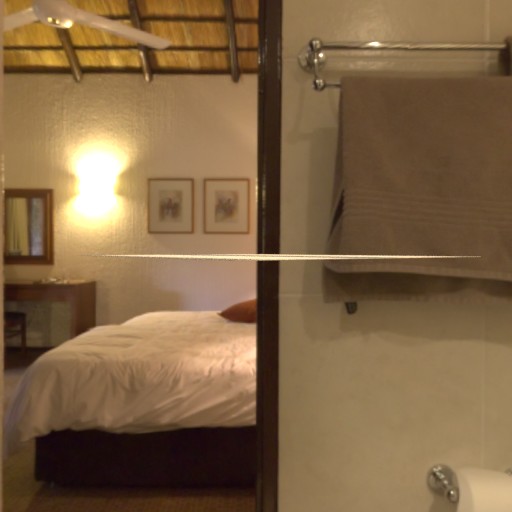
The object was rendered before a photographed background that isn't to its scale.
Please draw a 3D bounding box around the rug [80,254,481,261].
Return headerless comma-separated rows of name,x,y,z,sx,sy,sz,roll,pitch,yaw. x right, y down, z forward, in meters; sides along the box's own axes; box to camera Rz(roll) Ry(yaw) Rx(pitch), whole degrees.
rug,0.000,0.000,4.191,2.453,0.004,3.037,-1,1,-37
